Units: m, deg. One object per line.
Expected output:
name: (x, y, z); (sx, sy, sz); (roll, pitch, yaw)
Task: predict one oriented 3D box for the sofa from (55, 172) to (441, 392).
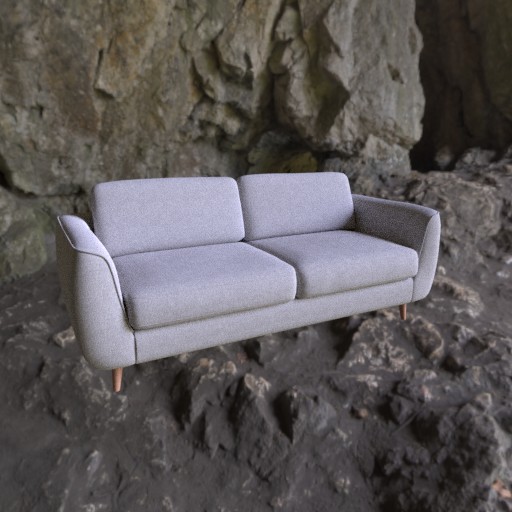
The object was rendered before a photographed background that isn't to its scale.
sofa: (0.000, 0.000, 2.467); (2.000, 0.850, 0.920); (-8, 17, -26)
